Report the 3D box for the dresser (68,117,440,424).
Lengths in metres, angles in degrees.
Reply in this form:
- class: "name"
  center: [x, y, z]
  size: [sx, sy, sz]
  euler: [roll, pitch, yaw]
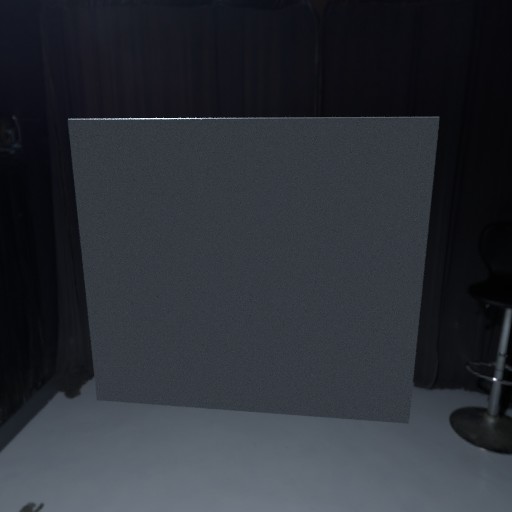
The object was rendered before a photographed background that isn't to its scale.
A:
- class: "dresser"
  center: [0.000, 0.000, 1.275]
  size: [0.830, 0.740, 0.420]
  euler: [2, 15, 7]
